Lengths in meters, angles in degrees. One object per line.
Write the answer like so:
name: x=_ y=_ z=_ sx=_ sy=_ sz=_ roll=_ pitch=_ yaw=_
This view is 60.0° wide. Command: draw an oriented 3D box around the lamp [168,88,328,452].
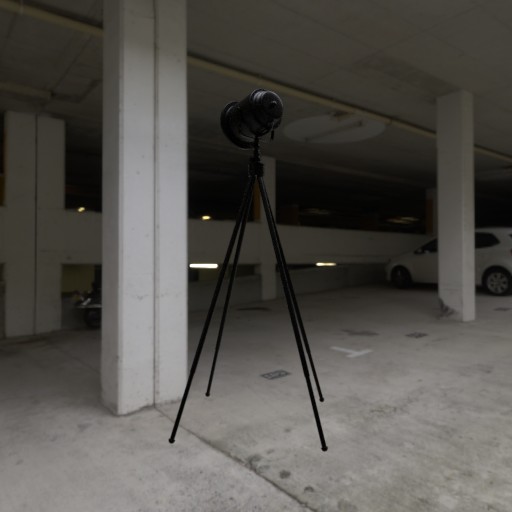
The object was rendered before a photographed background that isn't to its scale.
lamp: x=0.000 y=0.000 z=2.042 sx=0.879 sy=1.504 sz=0.884 roll=0 pitch=-1 yaw=-37
